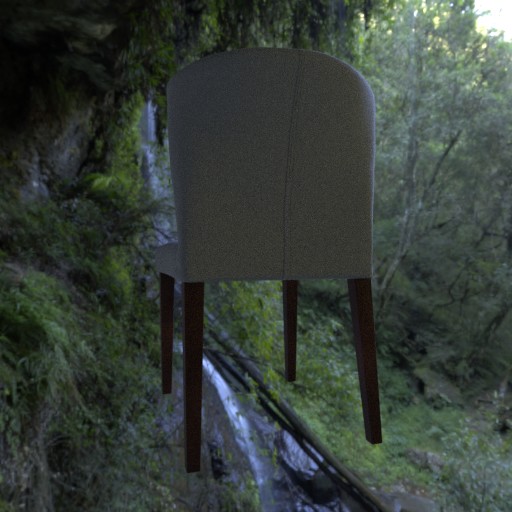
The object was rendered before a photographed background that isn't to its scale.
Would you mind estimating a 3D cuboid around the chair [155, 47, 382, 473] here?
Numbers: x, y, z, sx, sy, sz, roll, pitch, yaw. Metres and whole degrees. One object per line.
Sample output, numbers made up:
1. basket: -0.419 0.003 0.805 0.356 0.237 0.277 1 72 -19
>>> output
1. chair: 0.000 0.000 1.159 0.491 0.839 0.592 0 1 -18
